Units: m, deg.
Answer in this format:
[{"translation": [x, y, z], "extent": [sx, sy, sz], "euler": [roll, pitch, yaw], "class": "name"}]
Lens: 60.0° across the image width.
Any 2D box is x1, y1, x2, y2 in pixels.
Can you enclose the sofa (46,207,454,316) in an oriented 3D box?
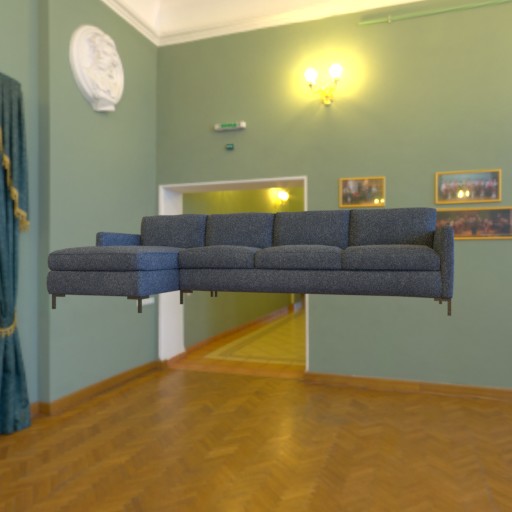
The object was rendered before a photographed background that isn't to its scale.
[{"translation": [0.000, 0.000, 3.538], "extent": [2.932, 0.810, 1.350], "euler": [0, 0, 18], "class": "sofa"}]
